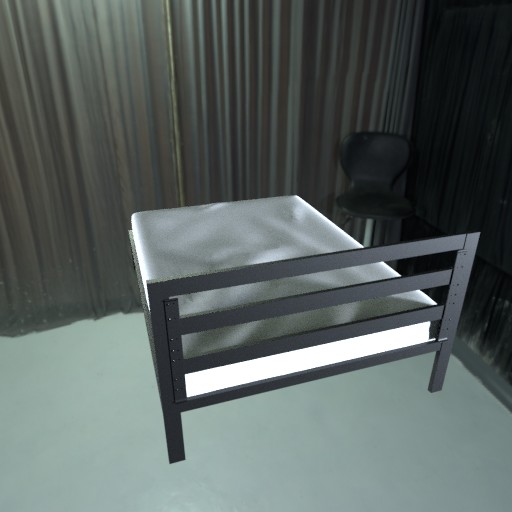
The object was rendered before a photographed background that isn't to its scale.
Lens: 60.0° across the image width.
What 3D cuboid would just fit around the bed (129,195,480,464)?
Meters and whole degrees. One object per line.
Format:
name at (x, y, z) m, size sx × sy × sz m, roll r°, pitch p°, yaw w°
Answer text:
bed at (0.000, 0.000, 2.926) m, size 1.524 × 0.967 × 2.062 m, roll -8°, pitch 28°, yaw -16°
